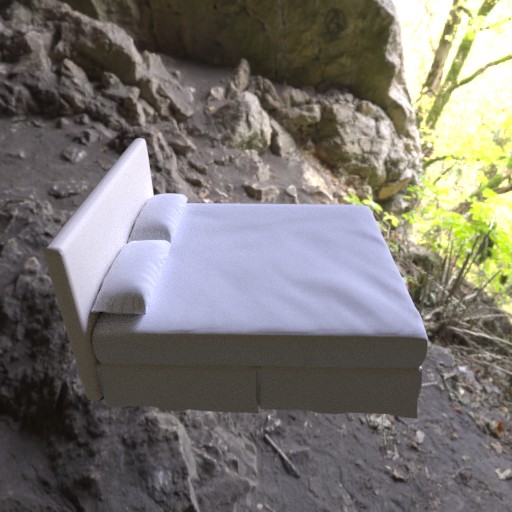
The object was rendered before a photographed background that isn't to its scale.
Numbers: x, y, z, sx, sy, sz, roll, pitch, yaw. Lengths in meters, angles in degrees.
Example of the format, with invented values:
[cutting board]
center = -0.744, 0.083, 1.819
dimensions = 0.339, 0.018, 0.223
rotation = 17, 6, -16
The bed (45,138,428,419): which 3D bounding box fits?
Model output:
[bed]
center = 0.000, 0.000, 3.595
dimensions = 2.341, 1.317, 2.119
rotation = 1, 32, 1
